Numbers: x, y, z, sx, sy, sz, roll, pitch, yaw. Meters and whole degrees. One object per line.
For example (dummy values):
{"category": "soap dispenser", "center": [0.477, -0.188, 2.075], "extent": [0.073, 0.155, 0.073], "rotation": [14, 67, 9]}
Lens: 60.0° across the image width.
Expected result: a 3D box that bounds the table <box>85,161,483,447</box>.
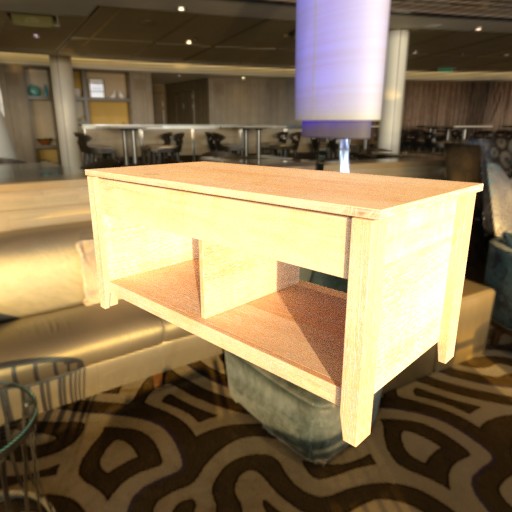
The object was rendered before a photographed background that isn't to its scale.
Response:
{"category": "table", "center": [0.000, 0.000, 1.273], "extent": [1.016, 0.457, 0.483], "rotation": [15, 22, 42]}
